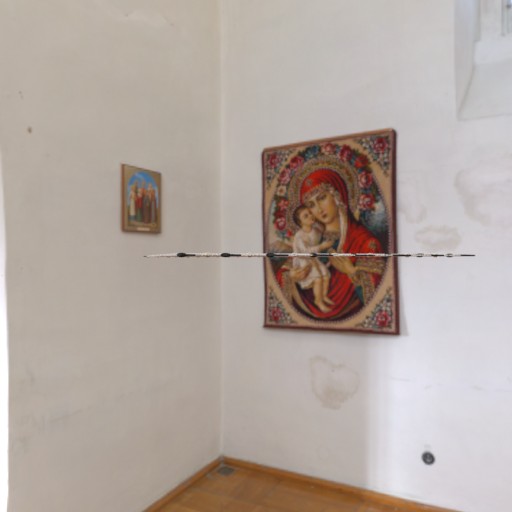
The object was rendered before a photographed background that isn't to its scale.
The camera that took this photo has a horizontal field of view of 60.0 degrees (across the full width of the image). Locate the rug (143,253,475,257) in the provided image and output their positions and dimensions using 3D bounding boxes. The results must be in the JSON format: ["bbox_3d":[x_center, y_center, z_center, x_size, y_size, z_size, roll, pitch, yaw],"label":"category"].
[{"bbox_3d":[0.000,0.000,3.340,1.524,0.021,2.755,0,0,-17],"label":"rug"}]
